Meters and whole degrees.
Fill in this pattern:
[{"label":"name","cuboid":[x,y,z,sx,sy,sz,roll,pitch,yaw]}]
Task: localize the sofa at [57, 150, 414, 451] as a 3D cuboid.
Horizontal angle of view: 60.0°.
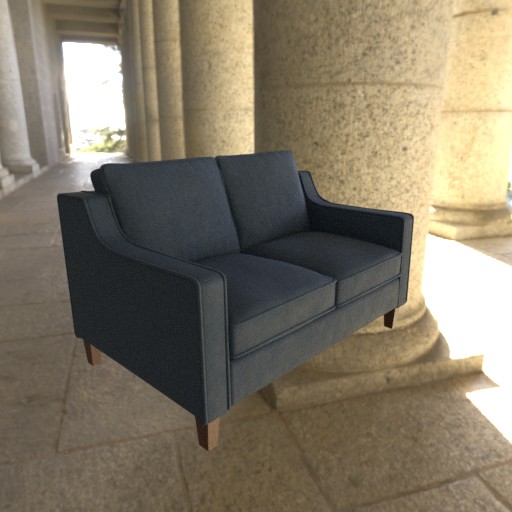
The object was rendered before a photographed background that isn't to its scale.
[{"label":"sofa","cuboid":[0.000,0.000,2.218,0.987,0.971,1.501,15,22,41]}]
